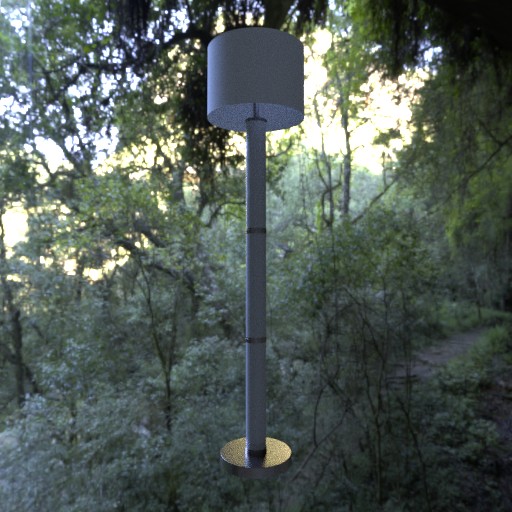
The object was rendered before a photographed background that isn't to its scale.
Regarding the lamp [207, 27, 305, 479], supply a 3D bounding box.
[{"bbox_3d":[0.000,0.000,1.727,0.377,1.599,0.377,0,0,-17],"label":"lamp"}]
